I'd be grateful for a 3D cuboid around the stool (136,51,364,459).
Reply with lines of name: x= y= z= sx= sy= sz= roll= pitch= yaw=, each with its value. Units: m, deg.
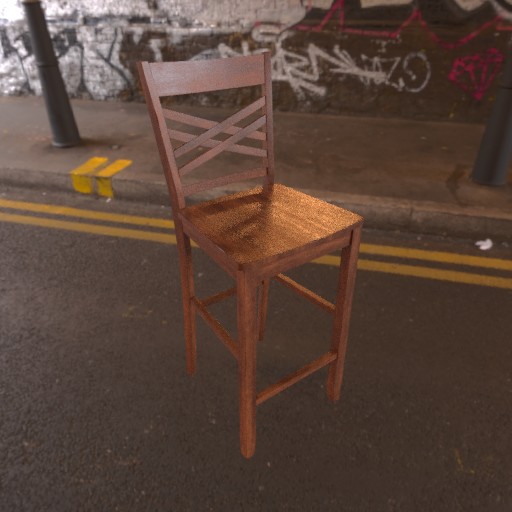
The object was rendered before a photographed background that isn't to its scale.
stool: x=0.000 y=0.000 z=1.377 sx=0.433 sy=1.105 sz=0.487 roll=-20 pitch=36 yaw=-31
